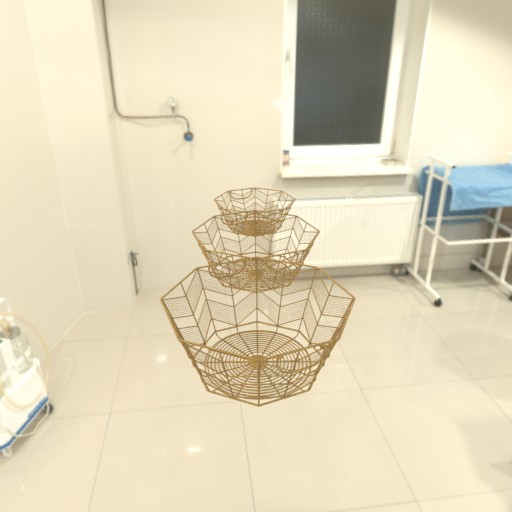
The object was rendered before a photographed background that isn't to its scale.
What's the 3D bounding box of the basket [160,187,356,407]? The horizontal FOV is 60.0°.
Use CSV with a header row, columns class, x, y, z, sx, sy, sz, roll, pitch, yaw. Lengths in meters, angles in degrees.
class,x,y,z,sx,sy,sz,roll,pitch,yaw
basket,0.000,0.000,1.384,0.432,0.178,1.245,0,25,-1
